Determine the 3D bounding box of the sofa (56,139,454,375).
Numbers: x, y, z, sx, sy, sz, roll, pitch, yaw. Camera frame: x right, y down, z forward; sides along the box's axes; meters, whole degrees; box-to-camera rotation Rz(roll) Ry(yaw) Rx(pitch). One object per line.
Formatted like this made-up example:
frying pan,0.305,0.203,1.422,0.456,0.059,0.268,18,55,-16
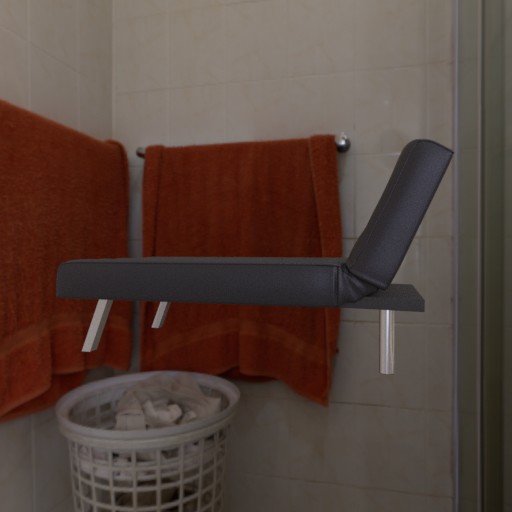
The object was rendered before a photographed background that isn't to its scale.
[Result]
sofa,0.000,0.000,2.017,1.560,0.820,0.760,0,1,16
